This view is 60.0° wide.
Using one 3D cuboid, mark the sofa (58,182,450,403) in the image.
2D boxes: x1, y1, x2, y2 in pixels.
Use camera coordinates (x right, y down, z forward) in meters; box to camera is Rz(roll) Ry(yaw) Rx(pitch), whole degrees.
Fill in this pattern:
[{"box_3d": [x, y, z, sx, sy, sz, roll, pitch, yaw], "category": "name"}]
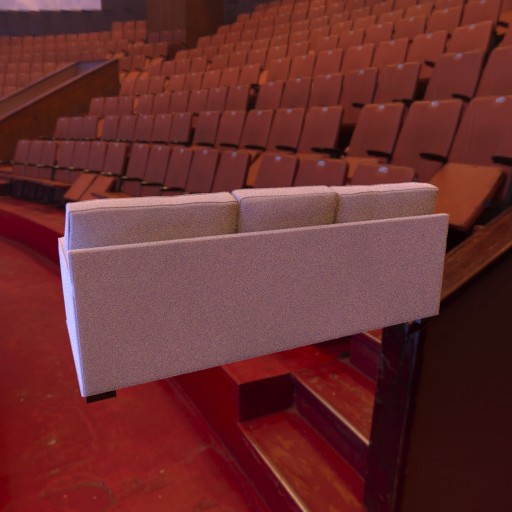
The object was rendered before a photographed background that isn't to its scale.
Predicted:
[{"box_3d": [0.000, 0.000, 2.613, 2.088, 0.862, 0.935, -7, 16, -25], "category": "sofa"}]
